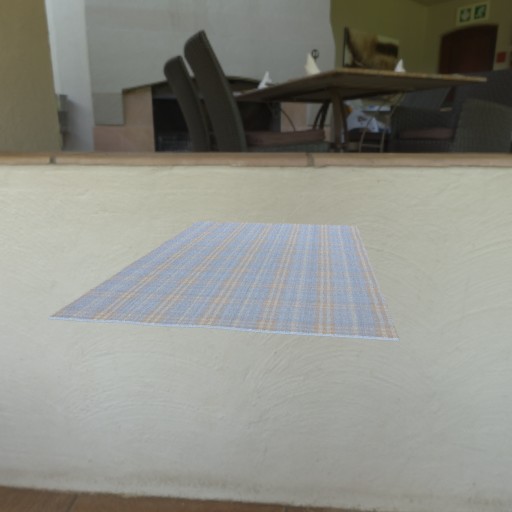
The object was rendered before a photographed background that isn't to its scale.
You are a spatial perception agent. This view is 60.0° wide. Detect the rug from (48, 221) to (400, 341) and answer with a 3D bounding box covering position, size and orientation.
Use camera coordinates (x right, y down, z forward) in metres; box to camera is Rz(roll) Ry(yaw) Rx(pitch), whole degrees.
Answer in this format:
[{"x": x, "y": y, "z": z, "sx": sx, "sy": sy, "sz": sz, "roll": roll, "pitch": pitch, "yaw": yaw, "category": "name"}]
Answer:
[{"x": 0.000, "y": 0.000, "z": 3.064, "sx": 1.545, "sy": 0.016, "sz": 2.460, "roll": 2, "pitch": 15, "yaw": 8, "category": "rug"}]
